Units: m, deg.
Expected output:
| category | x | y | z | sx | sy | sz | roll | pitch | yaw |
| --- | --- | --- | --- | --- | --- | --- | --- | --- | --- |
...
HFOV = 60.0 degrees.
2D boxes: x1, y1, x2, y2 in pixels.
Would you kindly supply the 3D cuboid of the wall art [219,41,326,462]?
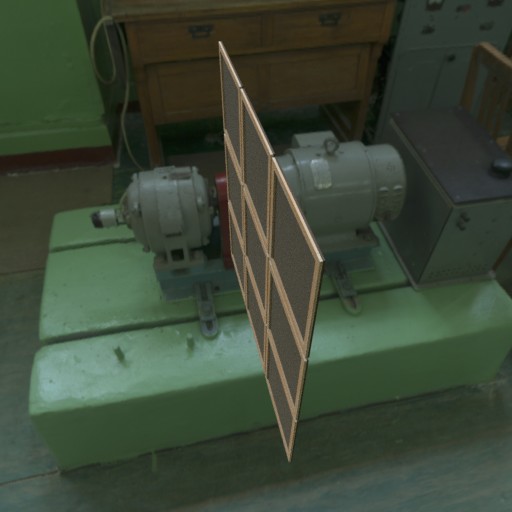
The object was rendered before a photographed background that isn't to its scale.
| category | x | y | z | sx | sy | sz | roll | pitch | yaw |
| --- | --- | --- | --- | --- | --- | --- | --- | --- | --- |
| wall art | 0.000 | 0.000 | 1.787 | 0.013 | 1.218 | 1.216 | -10 | 47 | -9 |
